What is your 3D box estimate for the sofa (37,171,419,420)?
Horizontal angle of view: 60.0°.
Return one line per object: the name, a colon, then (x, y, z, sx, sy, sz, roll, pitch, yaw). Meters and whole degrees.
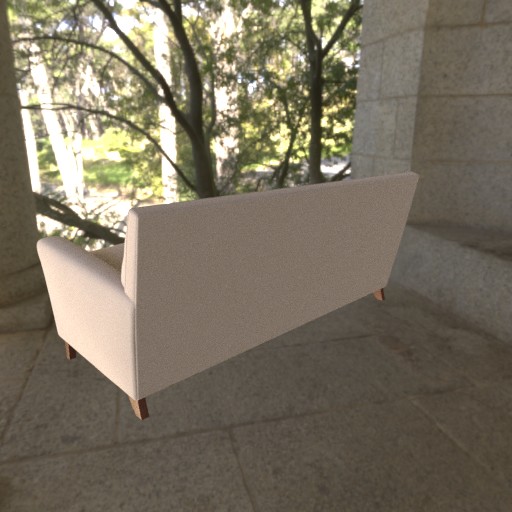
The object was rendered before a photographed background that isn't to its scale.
sofa: (0.000, 0.000, 2.429, 2.000, 0.846, 0.875, -15, 22, -42)
